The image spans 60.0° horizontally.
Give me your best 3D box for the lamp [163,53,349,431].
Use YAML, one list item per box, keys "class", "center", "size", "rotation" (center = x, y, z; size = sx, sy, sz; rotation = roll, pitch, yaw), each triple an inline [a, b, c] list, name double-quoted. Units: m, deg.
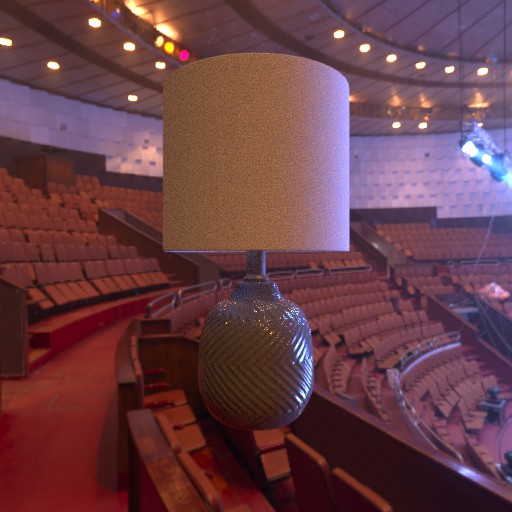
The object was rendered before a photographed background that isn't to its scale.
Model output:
- class: "lamp"
  center: [0.000, 0.000, 0.502]
  size: [0.207, 0.366, 0.207]
  rotation: [0, 0, -35]
